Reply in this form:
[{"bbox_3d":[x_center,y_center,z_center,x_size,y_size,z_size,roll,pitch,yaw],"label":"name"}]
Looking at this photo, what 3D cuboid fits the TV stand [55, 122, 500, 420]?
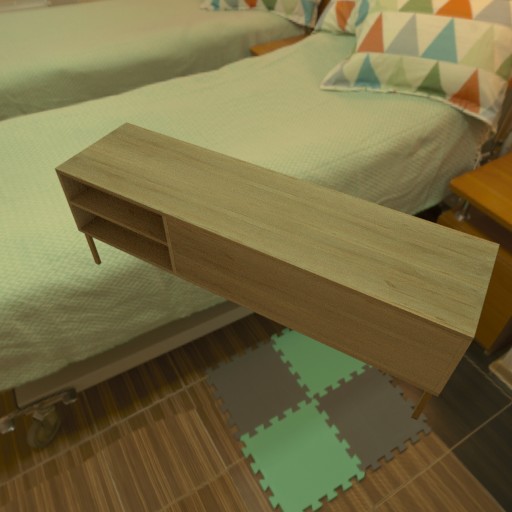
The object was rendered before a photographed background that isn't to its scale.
[{"bbox_3d":[0.000,0.000,1.801,1.600,0.550,0.420,22,50,20],"label":"TV stand"}]
